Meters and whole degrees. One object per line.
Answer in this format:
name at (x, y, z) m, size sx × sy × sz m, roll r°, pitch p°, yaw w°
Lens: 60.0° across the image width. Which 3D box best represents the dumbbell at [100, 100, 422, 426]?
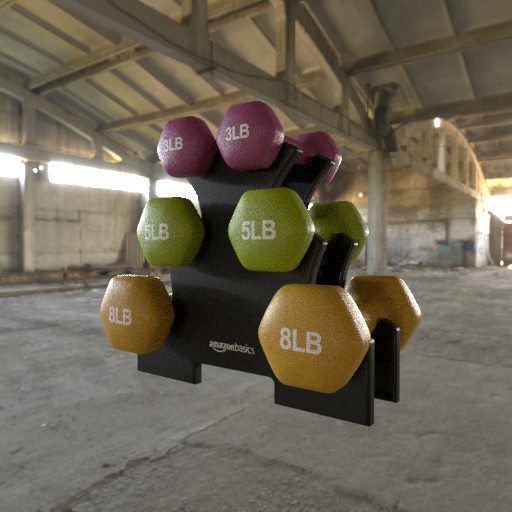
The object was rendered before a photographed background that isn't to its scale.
dumbbell at (0.000, 0.000, 0.467) m, size 0.300 × 0.271 × 0.190 m, roll 1°, pitch 1°, yaw 35°
